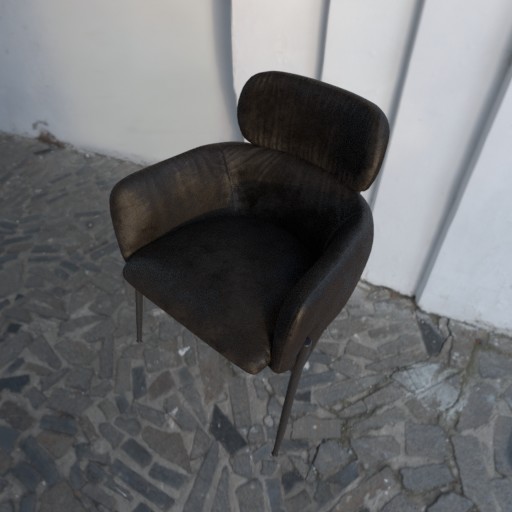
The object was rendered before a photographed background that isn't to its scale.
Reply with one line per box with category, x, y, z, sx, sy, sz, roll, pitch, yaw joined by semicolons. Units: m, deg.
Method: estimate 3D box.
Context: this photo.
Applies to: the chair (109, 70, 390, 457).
chair;0.000;0.000;1.274;0.640;0.818;0.604;31;53;26
